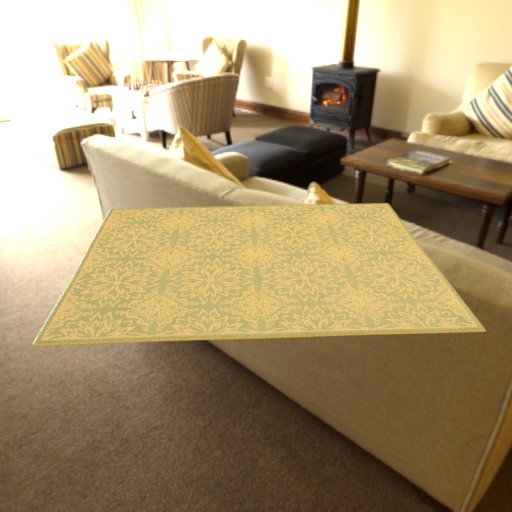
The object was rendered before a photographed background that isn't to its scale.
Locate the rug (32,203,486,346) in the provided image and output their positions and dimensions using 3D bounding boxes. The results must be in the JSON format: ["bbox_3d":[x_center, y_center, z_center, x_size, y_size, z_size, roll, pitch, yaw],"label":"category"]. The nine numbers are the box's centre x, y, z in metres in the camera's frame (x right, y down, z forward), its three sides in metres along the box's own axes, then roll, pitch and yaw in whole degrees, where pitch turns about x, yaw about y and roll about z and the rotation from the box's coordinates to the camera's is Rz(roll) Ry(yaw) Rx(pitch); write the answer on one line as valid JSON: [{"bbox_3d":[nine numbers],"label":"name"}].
[{"bbox_3d":[0.000,0.000,2.834,2.205,0.014,1.589,-1,30,-2],"label":"rug"}]
